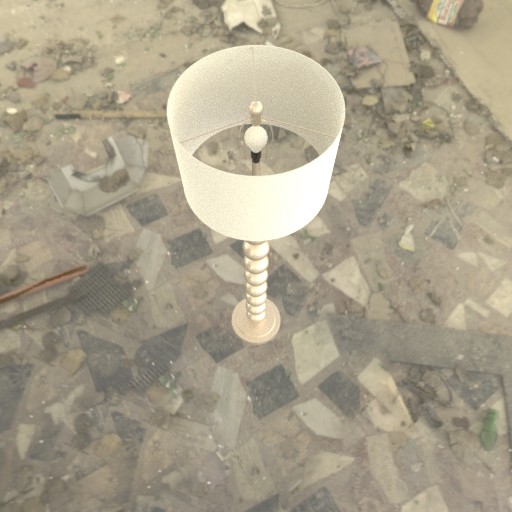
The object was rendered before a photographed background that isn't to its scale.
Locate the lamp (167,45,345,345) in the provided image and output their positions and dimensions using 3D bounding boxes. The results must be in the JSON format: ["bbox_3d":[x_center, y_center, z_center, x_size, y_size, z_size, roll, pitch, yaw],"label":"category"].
[{"bbox_3d":[0.000,0.000,1.624,0.394,1.474,0.394,-2,63,-1],"label":"lamp"}]
